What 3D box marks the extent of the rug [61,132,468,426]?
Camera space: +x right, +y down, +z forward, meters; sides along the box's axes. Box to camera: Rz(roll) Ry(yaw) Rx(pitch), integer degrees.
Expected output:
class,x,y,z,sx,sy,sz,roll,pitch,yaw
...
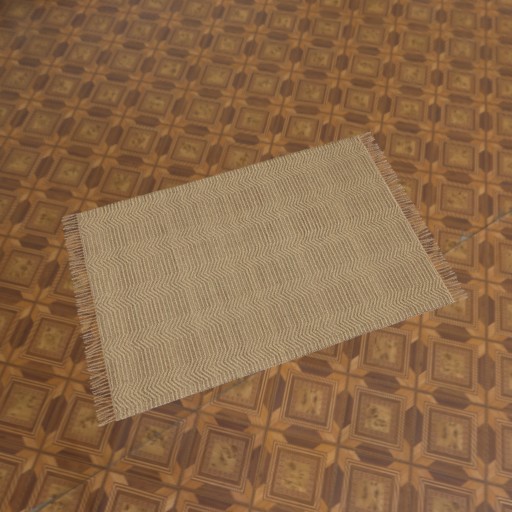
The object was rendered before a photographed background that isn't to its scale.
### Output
class,x,y,z,sx,sy,sz,roll,pitch,yaw
rug,0.000,0.000,3.116,2.523,0.034,1.528,-17,65,-8
